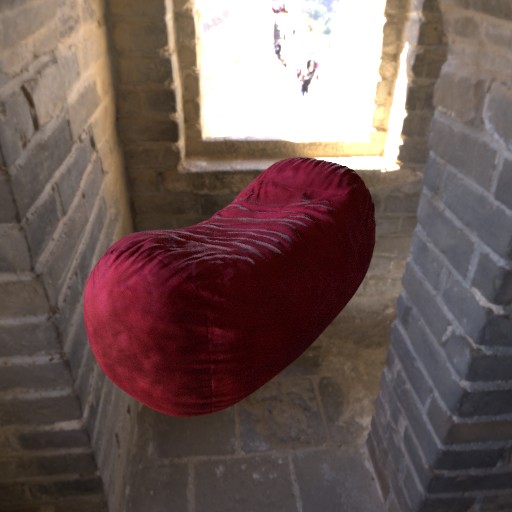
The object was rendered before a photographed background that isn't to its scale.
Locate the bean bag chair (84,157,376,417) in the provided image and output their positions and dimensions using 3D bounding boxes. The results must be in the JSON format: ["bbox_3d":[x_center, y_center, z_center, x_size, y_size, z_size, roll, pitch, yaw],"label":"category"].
[{"bbox_3d":[0.000,0.000,2.889,1.216,0.867,2.293,21,37,30],"label":"bean bag chair"}]
